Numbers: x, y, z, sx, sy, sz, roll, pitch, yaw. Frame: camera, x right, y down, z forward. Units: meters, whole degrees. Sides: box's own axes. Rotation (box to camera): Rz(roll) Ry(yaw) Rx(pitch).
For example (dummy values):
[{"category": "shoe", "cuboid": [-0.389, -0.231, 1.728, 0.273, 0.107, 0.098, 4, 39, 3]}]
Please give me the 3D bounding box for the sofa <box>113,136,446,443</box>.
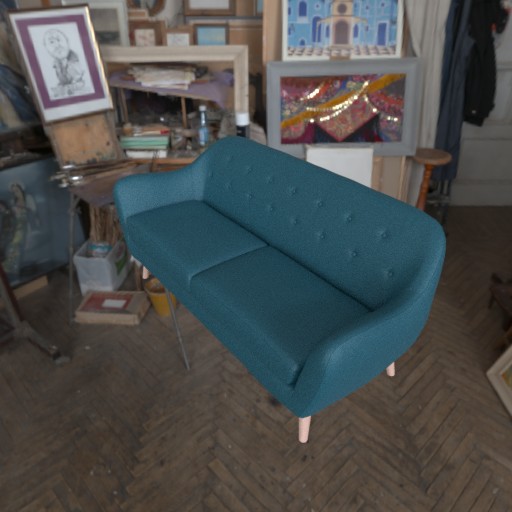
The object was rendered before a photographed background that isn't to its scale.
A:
[{"category": "sofa", "cuboid": [0.000, 0.000, 2.338, 0.820, 0.836, 1.840, -22, 38, -31]}]
